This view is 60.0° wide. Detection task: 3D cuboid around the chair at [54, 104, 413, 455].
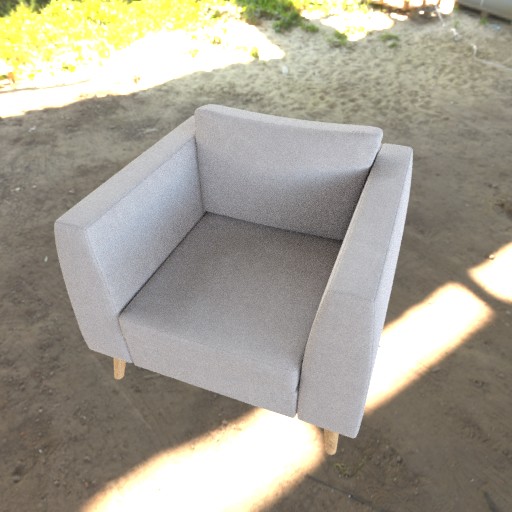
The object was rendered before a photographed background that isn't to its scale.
[{"bbox_3d":[0.000,0.000,1.663,1.000,0.860,0.930,13,41,16],"label":"chair"}]
